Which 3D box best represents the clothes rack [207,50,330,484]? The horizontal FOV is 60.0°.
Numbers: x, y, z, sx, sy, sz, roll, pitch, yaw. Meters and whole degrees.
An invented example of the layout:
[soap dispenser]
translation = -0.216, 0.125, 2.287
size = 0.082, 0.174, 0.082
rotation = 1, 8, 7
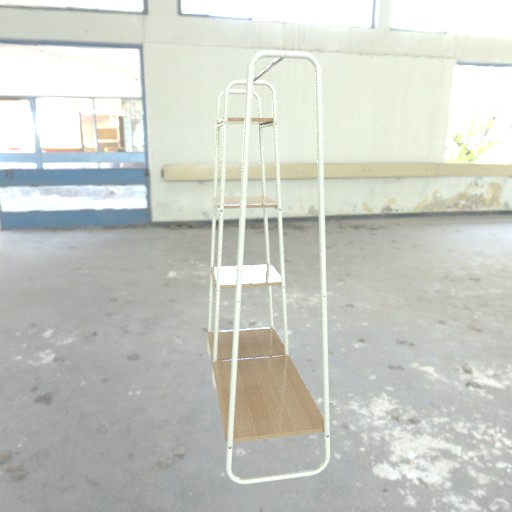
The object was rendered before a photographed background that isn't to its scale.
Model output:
[clothes rack]
translation = 0.000, 0.000, 1.969
size = 0.400, 1.500, 1.011
rotation = -2, 14, -10
